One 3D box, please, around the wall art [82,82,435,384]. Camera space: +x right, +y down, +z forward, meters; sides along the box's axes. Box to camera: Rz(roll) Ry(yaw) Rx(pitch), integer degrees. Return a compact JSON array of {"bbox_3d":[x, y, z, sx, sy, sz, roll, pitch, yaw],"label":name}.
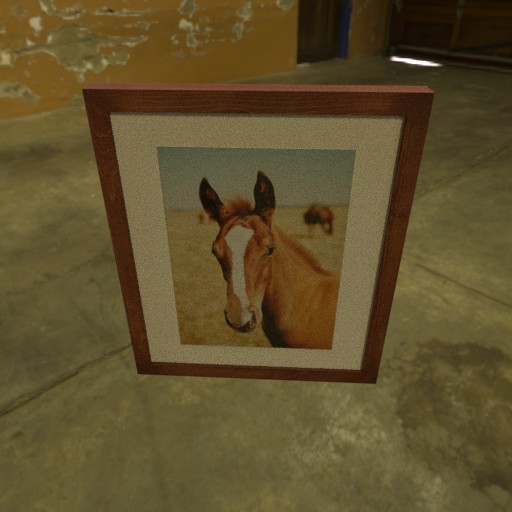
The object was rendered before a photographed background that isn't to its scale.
[{"bbox_3d":[0.000,0.000,0.526,0.330,0.381,0.030,2,32,3],"label":"wall art"}]
